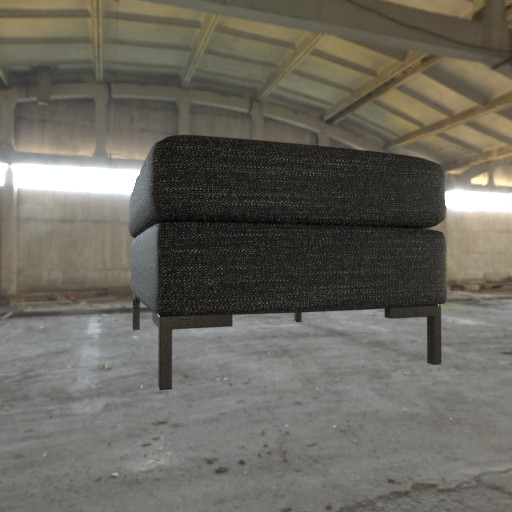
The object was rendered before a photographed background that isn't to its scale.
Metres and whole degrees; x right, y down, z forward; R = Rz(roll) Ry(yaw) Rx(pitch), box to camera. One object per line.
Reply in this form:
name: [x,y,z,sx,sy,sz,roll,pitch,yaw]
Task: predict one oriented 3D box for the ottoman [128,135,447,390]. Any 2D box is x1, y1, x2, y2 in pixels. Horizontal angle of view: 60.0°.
ottoman: [0.000,0.000,1.253,0.667,0.491,0.814,0,-1,-19]
